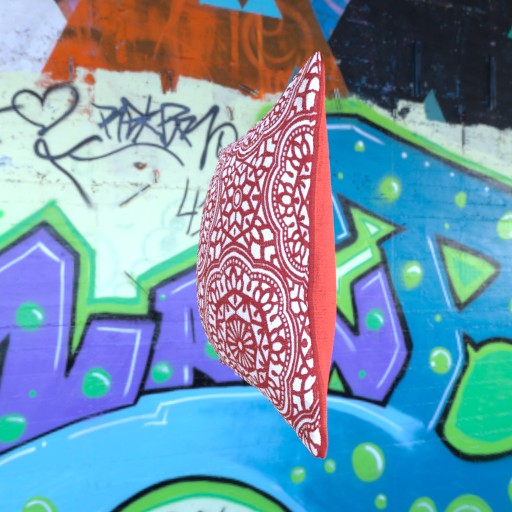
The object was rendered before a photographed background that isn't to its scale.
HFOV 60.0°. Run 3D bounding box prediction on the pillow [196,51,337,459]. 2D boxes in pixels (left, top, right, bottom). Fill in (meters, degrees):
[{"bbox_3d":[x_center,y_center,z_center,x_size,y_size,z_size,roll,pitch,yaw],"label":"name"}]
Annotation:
[{"bbox_3d":[0.000,0.000,0.661,0.162,0.419,0.438,0,0,-18],"label":"pillow"}]
